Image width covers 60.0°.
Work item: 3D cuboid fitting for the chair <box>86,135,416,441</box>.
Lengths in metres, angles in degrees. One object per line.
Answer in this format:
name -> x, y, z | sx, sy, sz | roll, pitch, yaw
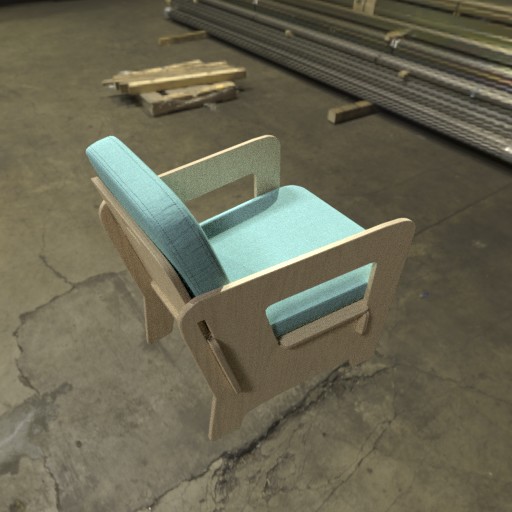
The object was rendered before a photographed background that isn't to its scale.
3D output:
chair -> 0.000, 0.000, 1.282 | 0.710, 0.800, 0.590 | -25, 46, -26
